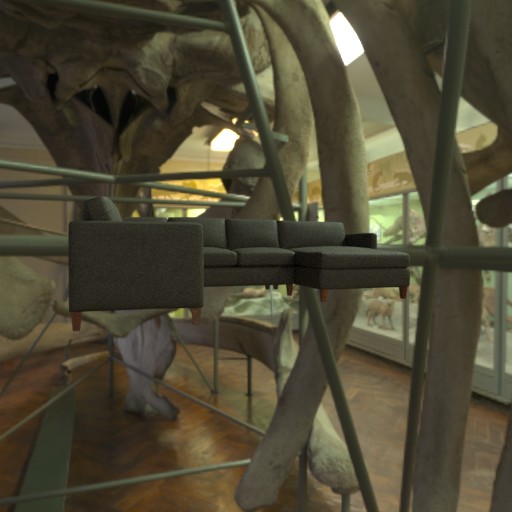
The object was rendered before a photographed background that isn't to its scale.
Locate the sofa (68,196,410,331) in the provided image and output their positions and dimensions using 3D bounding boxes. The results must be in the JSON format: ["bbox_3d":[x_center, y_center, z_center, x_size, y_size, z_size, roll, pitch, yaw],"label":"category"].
[{"bbox_3d":[0.000,0.000,4.690,3.460,0.961,2.594,0,1,-17],"label":"sofa"}]
